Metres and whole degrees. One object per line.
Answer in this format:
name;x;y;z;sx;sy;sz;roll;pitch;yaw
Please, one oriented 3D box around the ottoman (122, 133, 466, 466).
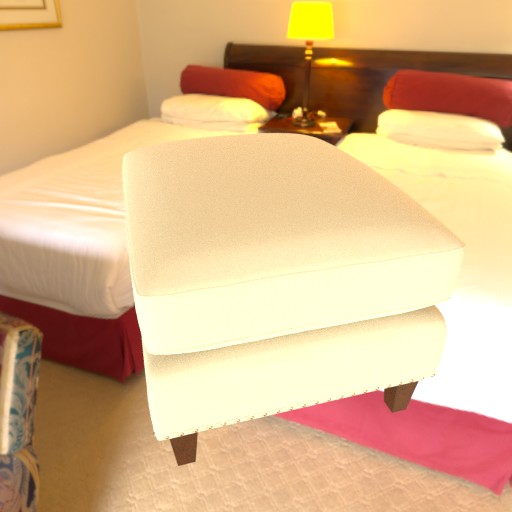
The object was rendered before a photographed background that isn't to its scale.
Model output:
ottoman;0.000;0.000;1.093;0.584;0.513;0.741;-8;31;-14
